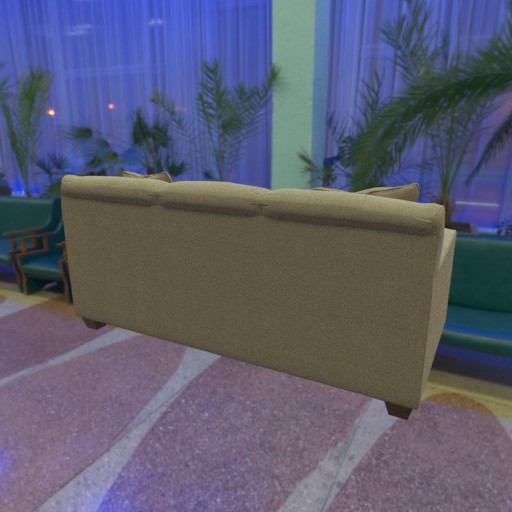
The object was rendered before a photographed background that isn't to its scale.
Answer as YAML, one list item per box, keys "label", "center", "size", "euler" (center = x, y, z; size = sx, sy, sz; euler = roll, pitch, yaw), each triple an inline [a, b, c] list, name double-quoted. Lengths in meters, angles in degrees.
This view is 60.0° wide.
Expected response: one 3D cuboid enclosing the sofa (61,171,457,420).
- label: "sofa"
  center: [0.000, 0.000, 2.540]
  size: [2.024, 0.958, 0.997]
  euler: [8, 18, 27]
